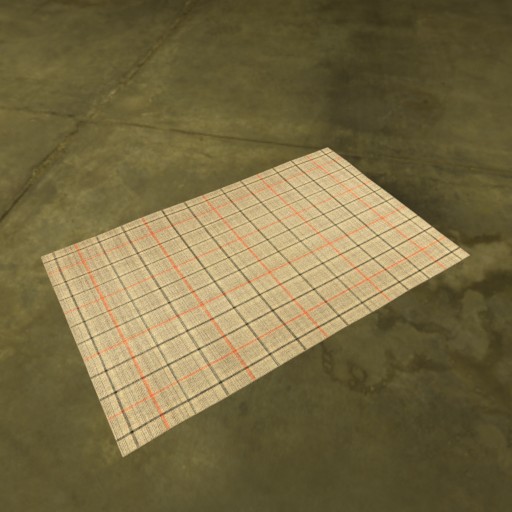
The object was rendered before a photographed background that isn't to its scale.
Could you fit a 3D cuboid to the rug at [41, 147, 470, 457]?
[{"bbox_3d":[0.000,0.000,2.965,2.439,0.015,1.524,-25,52,-21],"label":"rug"}]
